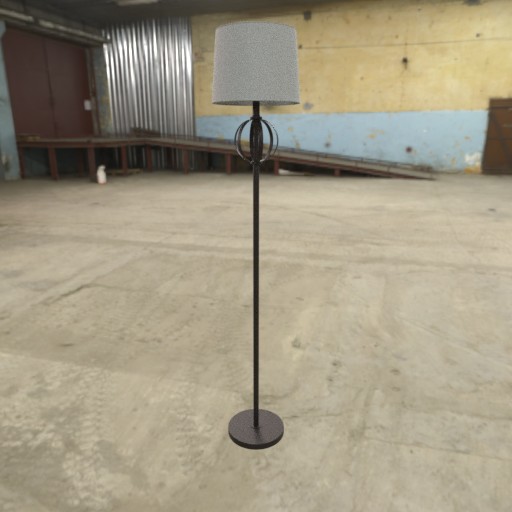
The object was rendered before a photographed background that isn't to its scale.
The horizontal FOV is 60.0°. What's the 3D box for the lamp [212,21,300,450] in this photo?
[{"bbox_3d":[0.000,0.000,1.585,0.286,1.462,0.286,-15,22,-42],"label":"lamp"}]
